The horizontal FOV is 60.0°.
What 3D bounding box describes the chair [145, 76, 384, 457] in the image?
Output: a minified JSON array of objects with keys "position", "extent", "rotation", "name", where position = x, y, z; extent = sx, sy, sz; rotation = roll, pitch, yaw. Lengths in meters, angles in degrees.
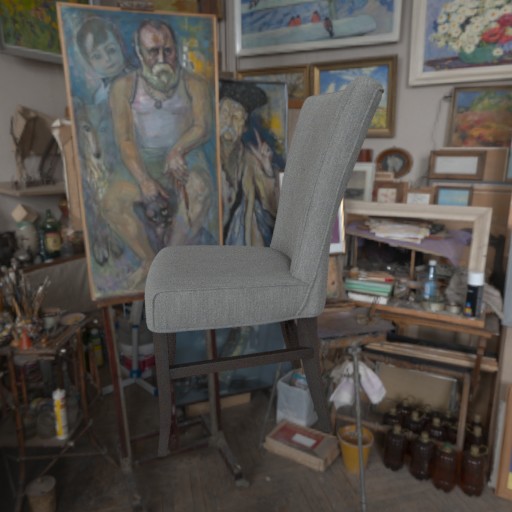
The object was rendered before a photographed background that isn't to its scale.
[{"position":[0.000,0.000,1.371],"extent":[0.660,0.991,0.520],"rotation":[-2,14,-8],"name":"chair"}]
